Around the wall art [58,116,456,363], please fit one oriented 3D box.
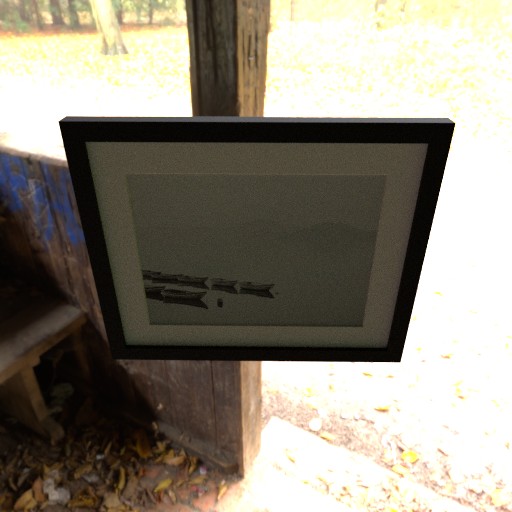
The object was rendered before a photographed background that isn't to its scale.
[{"bbox_3d":[0.000,0.000,0.747,0.554,0.454,0.030,0,31,1],"label":"wall art"}]
